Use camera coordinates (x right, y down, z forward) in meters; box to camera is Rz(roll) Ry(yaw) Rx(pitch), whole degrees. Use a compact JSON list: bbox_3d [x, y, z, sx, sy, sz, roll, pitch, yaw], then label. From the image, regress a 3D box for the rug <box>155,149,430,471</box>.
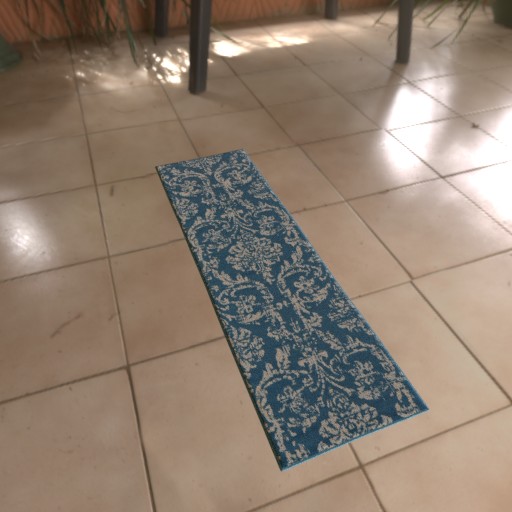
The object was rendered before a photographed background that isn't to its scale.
[{"bbox_3d":[0.000,0.000,2.451,0.662,0.011,2.196,-15,46,-15],"label":"rug"}]
